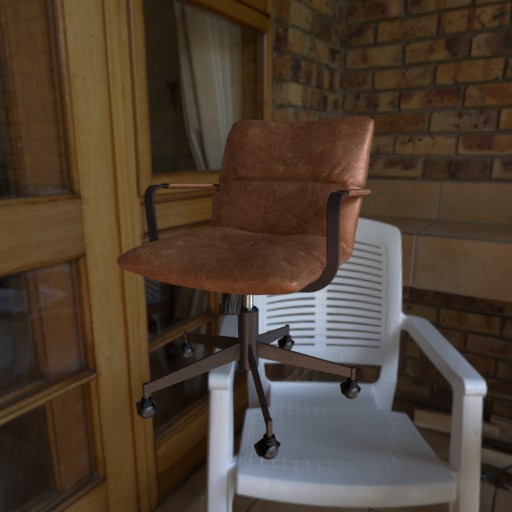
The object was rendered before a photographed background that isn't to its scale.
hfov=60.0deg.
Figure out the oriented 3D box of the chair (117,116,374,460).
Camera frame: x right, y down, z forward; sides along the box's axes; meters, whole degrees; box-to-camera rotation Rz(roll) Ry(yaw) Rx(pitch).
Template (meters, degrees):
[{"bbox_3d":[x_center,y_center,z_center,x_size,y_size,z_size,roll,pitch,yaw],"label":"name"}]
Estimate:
[{"bbox_3d":[0.000,0.000,1.475,0.727,0.922,0.754,6,15,26],"label":"chair"}]
